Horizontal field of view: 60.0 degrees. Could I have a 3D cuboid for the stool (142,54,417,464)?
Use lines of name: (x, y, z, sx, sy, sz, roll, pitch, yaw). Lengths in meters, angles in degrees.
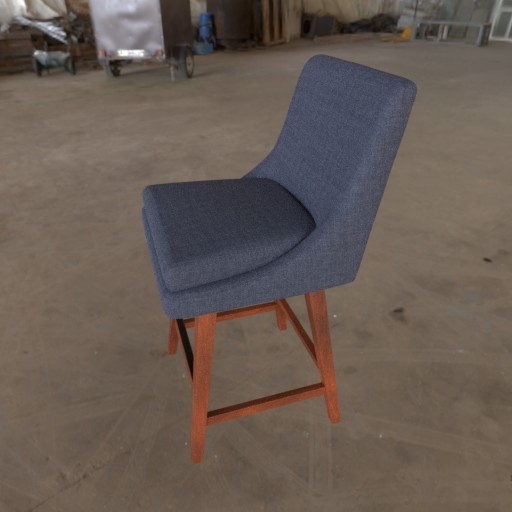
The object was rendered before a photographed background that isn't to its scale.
stool: (0.000, 0.000, 1.138, 0.524, 0.895, 0.467, -10, 33, -15)
